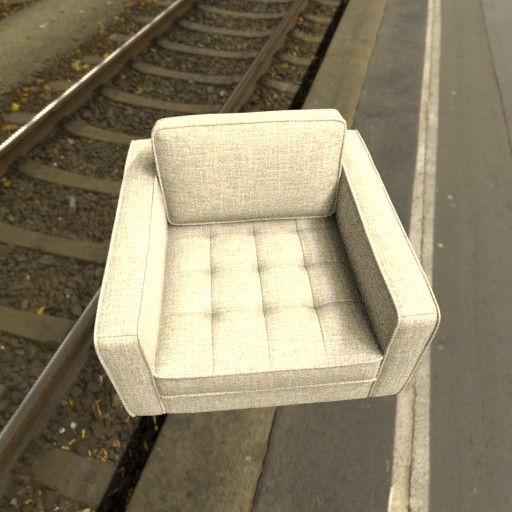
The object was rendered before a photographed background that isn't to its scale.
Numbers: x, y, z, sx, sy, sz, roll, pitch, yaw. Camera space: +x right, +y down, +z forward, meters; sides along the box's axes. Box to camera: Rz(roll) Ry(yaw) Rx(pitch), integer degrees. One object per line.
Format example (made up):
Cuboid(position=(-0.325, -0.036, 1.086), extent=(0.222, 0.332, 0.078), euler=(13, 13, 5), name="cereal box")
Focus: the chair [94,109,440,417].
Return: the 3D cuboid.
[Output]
Cuboid(position=(0.000, 0.000, 1.527), extent=(0.889, 0.765, 0.914), euler=(-4, 47, -3), name="chair")
